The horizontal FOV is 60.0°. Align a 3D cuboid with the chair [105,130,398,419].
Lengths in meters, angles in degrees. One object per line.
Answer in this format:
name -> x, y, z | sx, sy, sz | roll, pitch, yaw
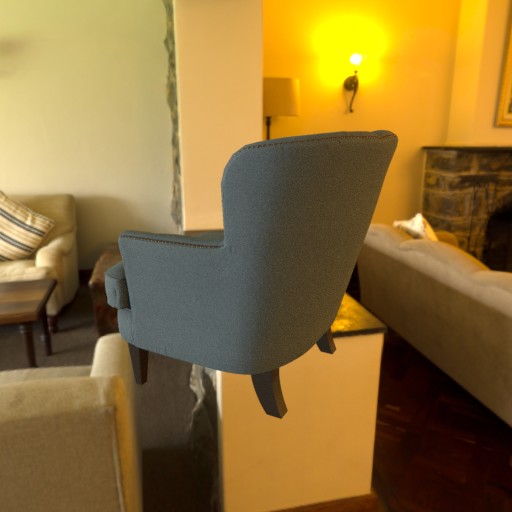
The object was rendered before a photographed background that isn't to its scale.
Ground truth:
chair -> 0.000, 0.000, 1.599 | 0.906, 0.868, 0.848 | 8, 17, 27
